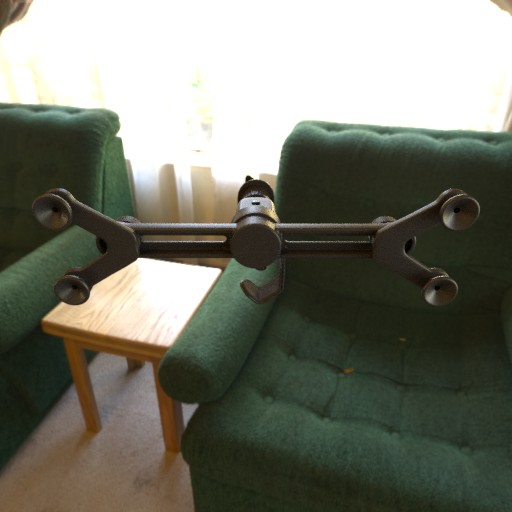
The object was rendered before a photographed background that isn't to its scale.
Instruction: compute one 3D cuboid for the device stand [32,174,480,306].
[{"bbox_3d":[0.000,0.000,0.364,0.270,0.166,0.142,0,30,0],"label":"device stand"}]
